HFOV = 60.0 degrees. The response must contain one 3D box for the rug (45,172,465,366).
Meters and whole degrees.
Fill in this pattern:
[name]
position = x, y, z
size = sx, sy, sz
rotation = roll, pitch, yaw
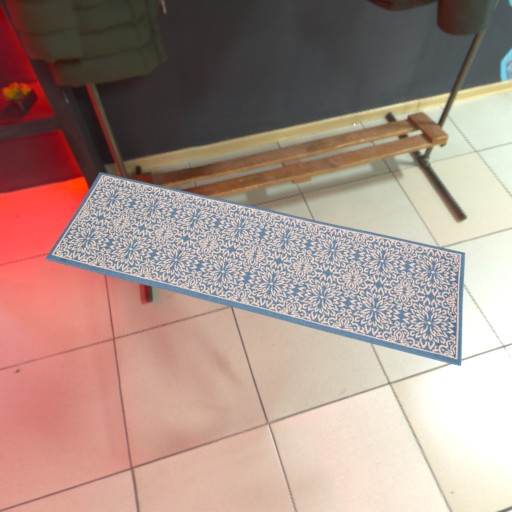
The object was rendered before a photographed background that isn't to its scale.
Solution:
[rug]
position = 0.000, 0.000, 2.417
size = 2.196, 0.011, 0.662
rotation = 13, 59, 8
